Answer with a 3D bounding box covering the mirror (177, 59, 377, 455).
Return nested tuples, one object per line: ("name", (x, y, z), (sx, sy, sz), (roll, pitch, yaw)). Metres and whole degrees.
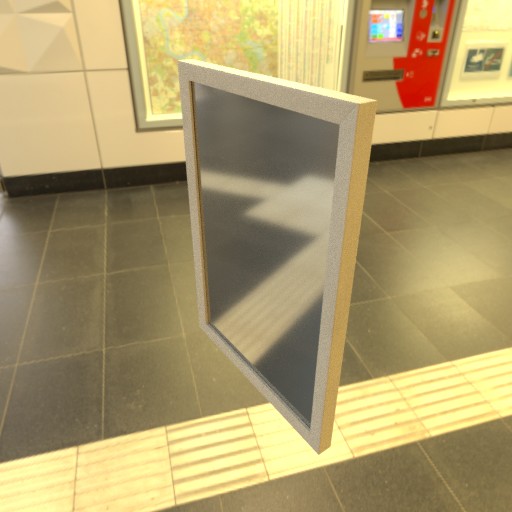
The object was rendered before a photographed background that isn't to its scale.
("mirror", (0.000, 0.000, 0.932), (0.040, 0.710, 0.507), (-20, 36, -30))
